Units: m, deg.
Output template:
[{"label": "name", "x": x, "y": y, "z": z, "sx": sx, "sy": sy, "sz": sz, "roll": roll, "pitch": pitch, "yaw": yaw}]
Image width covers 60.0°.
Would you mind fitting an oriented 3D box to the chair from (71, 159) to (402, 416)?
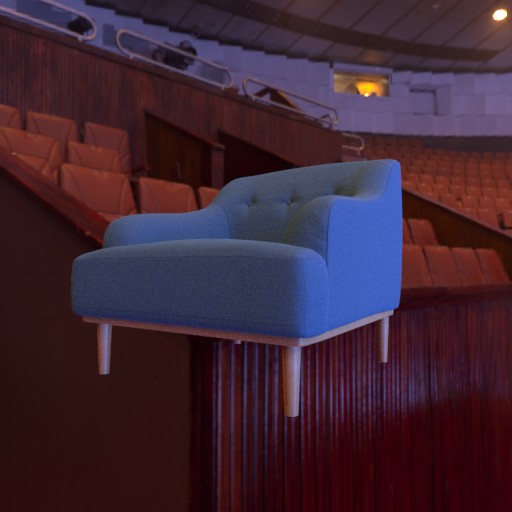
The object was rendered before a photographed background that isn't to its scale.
[{"label": "chair", "x": 0.000, "y": 0.000, "z": 1.649, "sx": 0.946, "sy": 0.818, "sz": 0.951, "roll": -1, "pitch": -2, "yaw": 35}]
